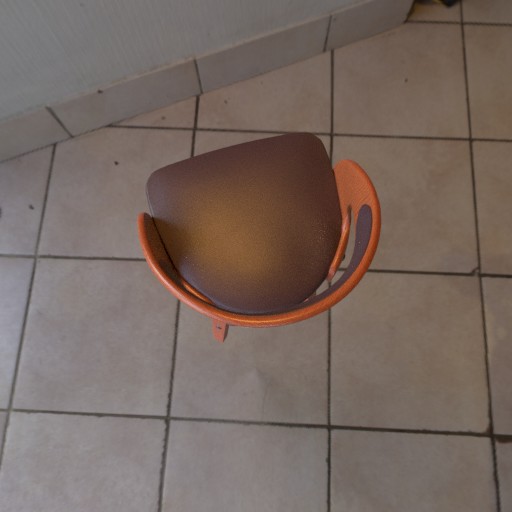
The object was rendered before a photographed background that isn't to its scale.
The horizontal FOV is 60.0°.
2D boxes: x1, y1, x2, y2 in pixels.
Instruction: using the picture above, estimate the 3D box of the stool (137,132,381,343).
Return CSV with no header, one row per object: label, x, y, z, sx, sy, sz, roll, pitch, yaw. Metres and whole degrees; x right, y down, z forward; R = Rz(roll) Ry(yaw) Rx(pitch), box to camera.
stool,0.000,0.000,1.171,0.457,0.940,0.457,-15,76,-4
